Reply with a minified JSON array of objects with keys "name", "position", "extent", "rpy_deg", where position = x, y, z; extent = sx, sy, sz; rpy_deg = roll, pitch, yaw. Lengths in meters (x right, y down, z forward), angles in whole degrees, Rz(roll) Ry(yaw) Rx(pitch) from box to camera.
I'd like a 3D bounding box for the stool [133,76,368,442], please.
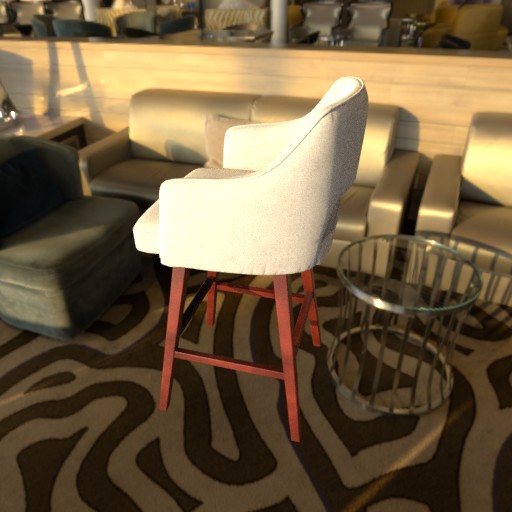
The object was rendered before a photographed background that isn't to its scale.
[{"name":"stool","position":[0.000,0.000,1.358],"extent":[0.558,1.012,0.548],"rpy_deg":[8,32,13]}]
